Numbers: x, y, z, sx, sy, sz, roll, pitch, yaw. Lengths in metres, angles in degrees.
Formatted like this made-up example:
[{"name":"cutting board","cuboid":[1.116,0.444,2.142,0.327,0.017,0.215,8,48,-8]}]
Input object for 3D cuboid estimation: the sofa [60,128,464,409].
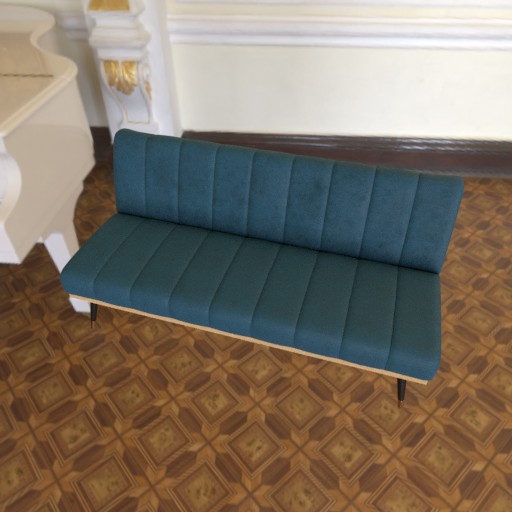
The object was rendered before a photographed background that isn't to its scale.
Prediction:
[{"name":"sofa","cuboid":[0.000,0.000,2.252,1.810,0.825,0.830,11,42,13]}]
